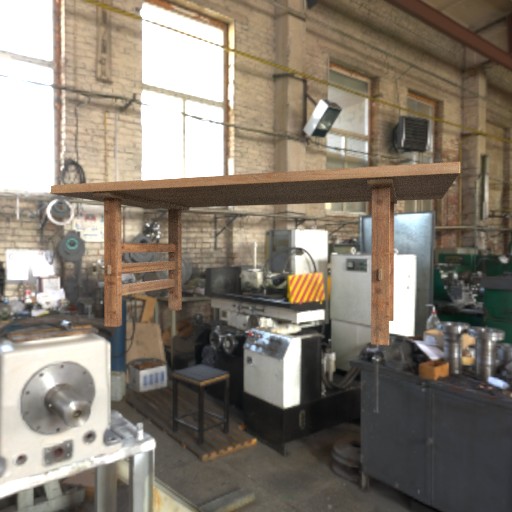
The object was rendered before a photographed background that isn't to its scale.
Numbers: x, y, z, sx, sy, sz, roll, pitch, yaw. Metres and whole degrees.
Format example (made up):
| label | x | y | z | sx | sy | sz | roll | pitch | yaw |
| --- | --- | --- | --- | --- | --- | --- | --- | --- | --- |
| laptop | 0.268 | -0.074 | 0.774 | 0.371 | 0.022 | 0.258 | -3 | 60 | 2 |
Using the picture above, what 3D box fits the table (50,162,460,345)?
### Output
| label | x | y | z | sx | sy | sz | roll | pitch | yaw |
| --- | --- | --- | --- | --- | --- | --- | --- | --- | --- |
| table | 0.000 | 0.000 | 2.502 | 2.003 | 0.760 | 0.952 | 0 | 1 | 19 |
